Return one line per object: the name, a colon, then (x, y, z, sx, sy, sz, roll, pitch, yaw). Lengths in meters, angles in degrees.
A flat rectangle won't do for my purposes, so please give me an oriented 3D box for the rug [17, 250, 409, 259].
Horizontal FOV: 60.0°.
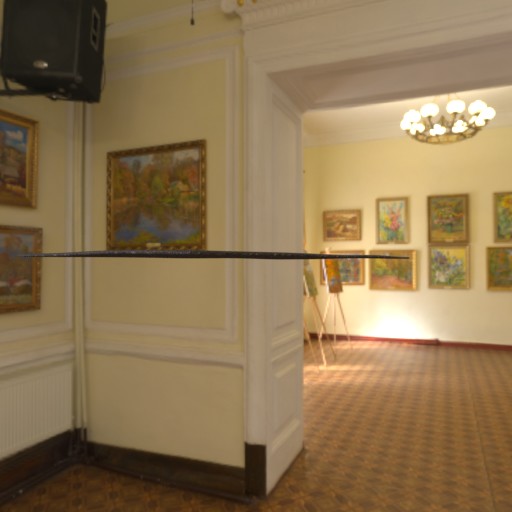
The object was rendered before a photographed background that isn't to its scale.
rug: (0.000, 0.000, 3.577, 1.522, 0.034, 3.032, -1, -1, 36)
